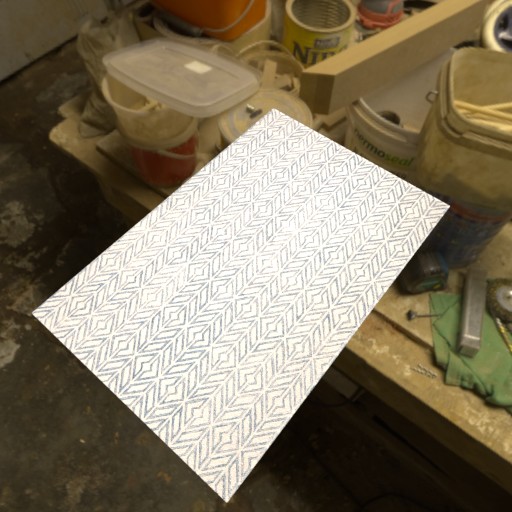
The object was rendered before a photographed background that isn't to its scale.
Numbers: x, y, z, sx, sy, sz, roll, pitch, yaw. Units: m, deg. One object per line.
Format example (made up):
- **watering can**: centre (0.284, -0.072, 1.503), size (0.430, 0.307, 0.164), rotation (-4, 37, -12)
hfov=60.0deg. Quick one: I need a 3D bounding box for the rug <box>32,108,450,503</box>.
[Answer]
- **rug**: centre (0.000, 0.000, 2.240), size (1.220, 0.008, 1.824), rotation (35, 65, 19)
